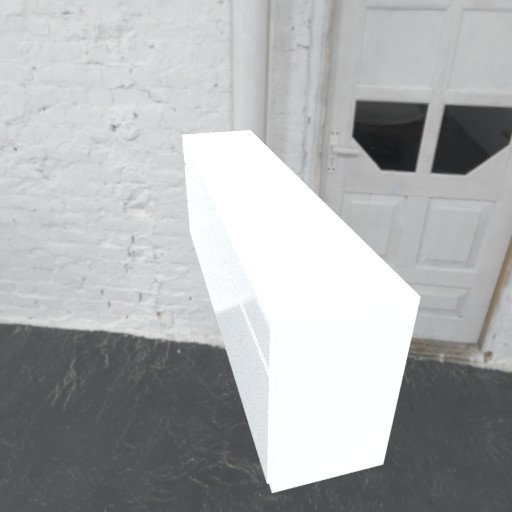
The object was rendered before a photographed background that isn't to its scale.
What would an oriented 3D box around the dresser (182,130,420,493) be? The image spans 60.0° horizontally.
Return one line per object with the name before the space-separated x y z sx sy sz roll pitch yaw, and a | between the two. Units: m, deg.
dresser | 0.000 0.000 2.487 0.500 0.840 2.200 -8 31 -13
